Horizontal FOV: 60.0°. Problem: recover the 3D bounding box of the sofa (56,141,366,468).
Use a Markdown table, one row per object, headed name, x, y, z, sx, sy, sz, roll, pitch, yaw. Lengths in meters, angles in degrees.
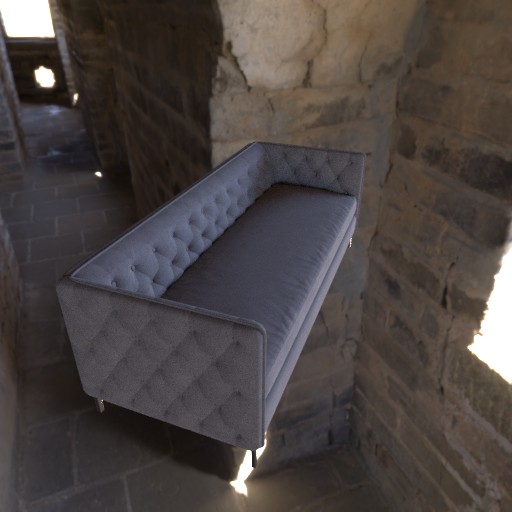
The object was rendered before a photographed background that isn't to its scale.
| name | x | y | z | sx | sy | sz | roll | pitch | yaw |
| --- | --- | --- | --- | --- | --- | --- | --- | --- | --- |
| sofa | 0.000 | 0.000 | 2.658 | 0.895 | 0.771 | 2.209 | 11 | 32 | 18 |
